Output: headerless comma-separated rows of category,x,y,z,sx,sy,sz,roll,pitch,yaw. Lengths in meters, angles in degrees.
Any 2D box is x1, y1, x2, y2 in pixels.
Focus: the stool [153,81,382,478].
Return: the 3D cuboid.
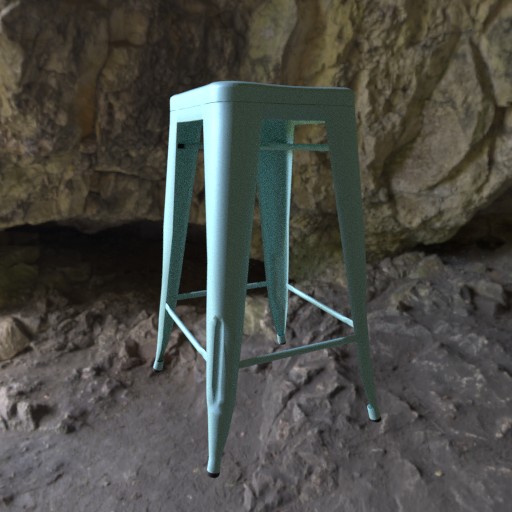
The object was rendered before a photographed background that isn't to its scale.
stool,0.000,0.000,0.877,0.359,0.609,0.399,-7,16,-25
